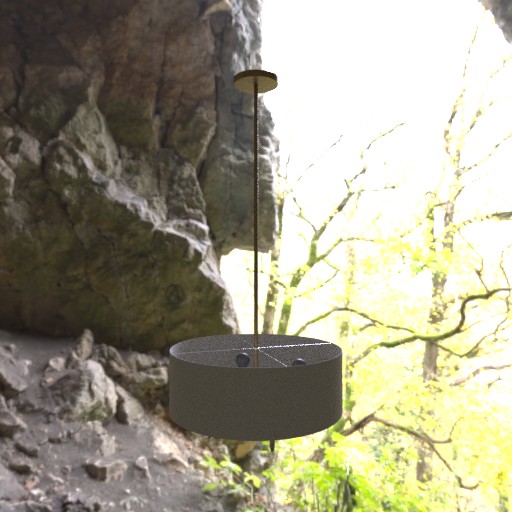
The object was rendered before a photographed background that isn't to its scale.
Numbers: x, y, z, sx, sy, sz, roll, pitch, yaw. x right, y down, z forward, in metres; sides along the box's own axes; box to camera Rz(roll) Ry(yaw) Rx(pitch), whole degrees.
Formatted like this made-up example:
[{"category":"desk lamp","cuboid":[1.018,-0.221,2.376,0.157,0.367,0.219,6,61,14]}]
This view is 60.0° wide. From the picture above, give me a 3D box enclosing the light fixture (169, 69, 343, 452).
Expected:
[{"category":"light fixture","cuboid":[0.000,0.000,1.329,0.508,1.067,0.508,0,-1,0]}]
